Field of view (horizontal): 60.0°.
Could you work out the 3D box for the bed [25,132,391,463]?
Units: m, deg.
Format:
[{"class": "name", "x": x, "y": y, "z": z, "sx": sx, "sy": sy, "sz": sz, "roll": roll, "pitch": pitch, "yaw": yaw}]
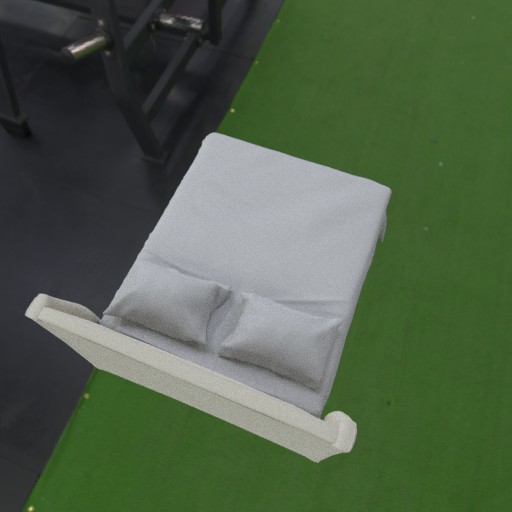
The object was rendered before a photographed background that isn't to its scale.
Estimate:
[{"class": "bed", "x": 0.000, "y": 0.000, "z": 3.359, "sx": 1.925, "sy": 1.332, "sz": 2.276, "roll": 20, "pitch": 65, "yaw": 10}]
